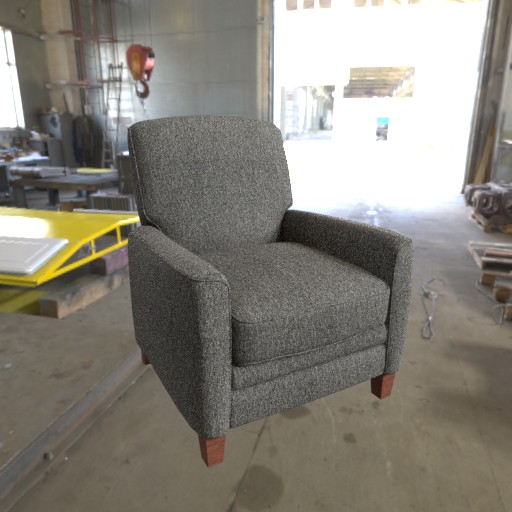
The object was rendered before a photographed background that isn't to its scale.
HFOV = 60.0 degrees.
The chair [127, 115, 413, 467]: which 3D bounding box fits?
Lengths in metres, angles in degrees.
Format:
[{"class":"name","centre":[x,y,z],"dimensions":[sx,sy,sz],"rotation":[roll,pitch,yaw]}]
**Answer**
[{"class":"chair","centre":[0.000,0.000,1.656],"dimensions":[0.848,1.014,0.864],"rotation":[-9,19,-28]}]
